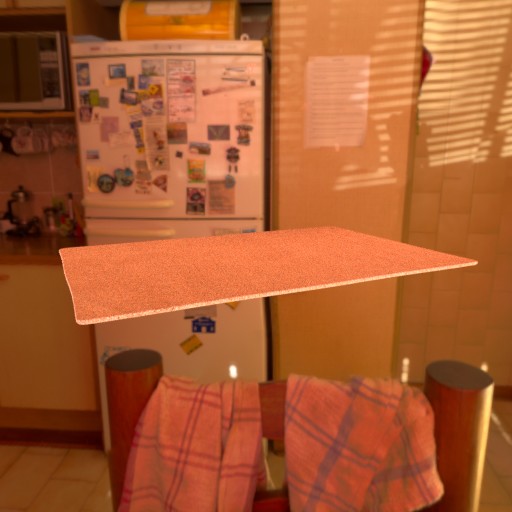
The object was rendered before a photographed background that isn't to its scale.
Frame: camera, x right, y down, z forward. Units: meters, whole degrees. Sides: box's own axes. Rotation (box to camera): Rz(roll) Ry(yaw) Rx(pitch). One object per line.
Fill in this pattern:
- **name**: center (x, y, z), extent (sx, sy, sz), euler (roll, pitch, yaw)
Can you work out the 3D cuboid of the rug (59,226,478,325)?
- **rug**: center (0.000, 0.000, 3.396), extent (2.700, 0.024, 1.801), euler (-6, 14, -25)
